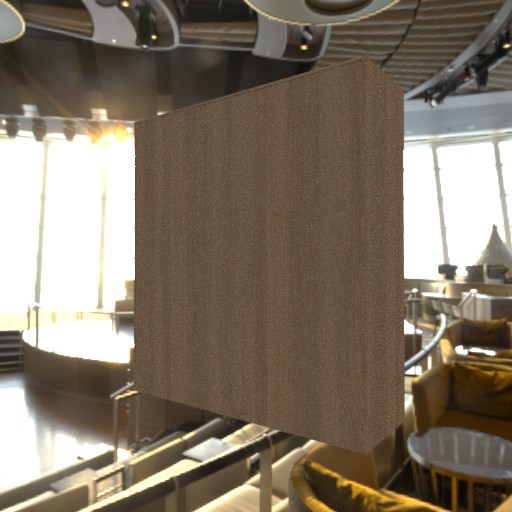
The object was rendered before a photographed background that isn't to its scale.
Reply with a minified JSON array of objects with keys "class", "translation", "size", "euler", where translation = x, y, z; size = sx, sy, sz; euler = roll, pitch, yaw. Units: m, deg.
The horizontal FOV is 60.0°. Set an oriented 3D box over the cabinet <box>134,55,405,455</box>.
[{"class":"cabinet","translation":[0.000,0.000,3.085],"size":[1.870,2.060,0.620],"euler":[0,-1,37]}]
